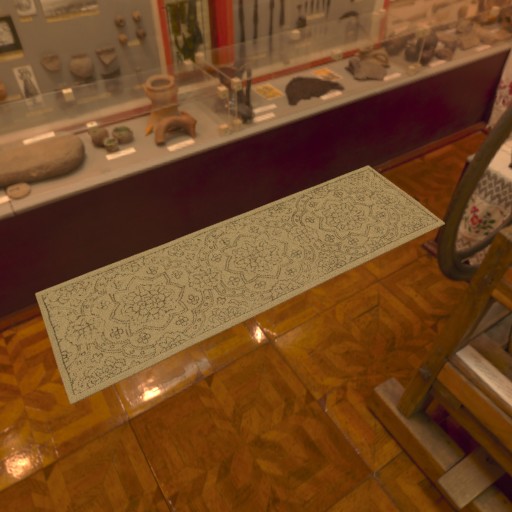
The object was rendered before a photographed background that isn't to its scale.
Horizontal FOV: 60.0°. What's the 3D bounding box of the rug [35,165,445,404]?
[{"bbox_3d":[0.000,0.000,2.703,2.448,0.012,0.769,-23,50,-21],"label":"rug"}]
